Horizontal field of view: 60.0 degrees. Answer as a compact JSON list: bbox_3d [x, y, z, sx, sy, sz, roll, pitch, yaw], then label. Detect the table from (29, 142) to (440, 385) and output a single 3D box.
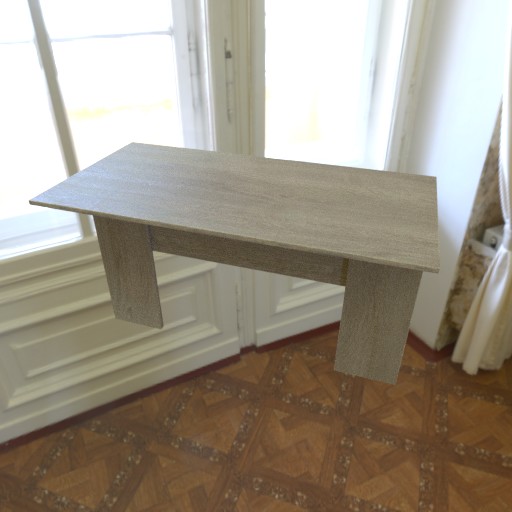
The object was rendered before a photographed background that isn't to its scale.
[{"bbox_3d":[0.000,0.000,1.445,1.000,0.570,0.711,10,34,15],"label":"table"}]
